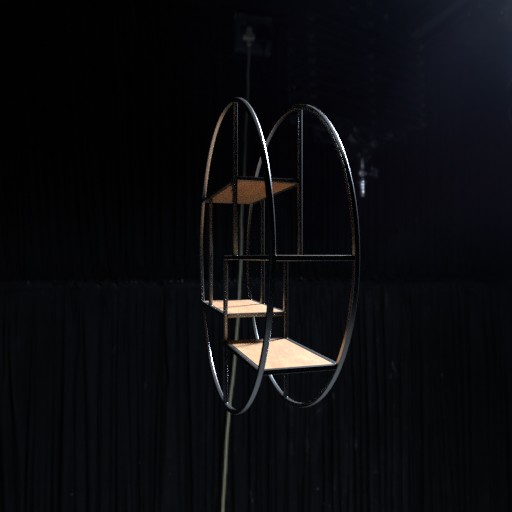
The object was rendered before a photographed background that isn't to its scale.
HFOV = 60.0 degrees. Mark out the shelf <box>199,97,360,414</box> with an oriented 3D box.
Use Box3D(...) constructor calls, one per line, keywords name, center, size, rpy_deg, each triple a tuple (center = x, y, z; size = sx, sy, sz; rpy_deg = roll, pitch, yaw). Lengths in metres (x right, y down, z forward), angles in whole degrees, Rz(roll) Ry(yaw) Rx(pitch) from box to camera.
Box3D(name="shelf", center=(0.000, 0.000, 1.339), size=(0.202, 0.888, 0.888), rpy_deg=(0, 0, -16))
